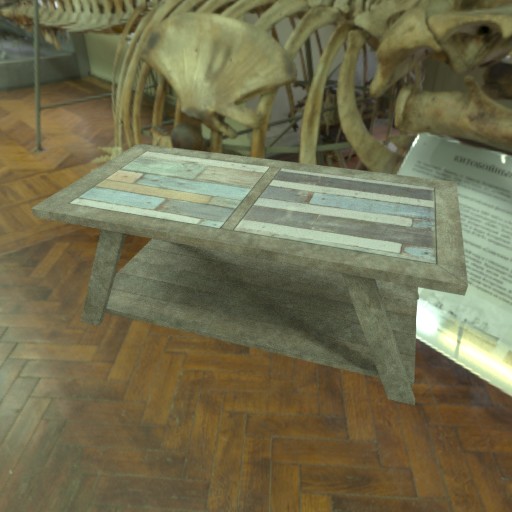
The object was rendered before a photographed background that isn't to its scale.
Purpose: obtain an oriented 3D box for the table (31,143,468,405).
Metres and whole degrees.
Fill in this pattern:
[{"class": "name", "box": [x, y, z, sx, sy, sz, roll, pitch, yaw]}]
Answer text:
[{"class": "table", "box": [0.000, 0.000, 1.539, 1.219, 0.470, 0.610, 10, 35, 15]}]
